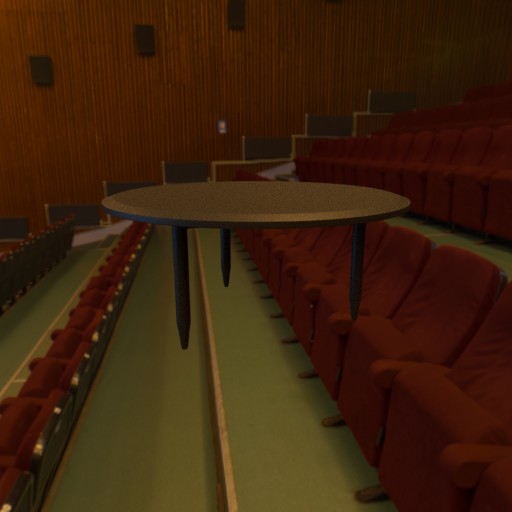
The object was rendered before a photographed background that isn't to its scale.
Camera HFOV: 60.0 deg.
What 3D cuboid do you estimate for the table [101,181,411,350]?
[{"bbox_3d":[0.000,0.000,1.408,0.900,0.400,0.900,0,14,0],"label":"table"}]
